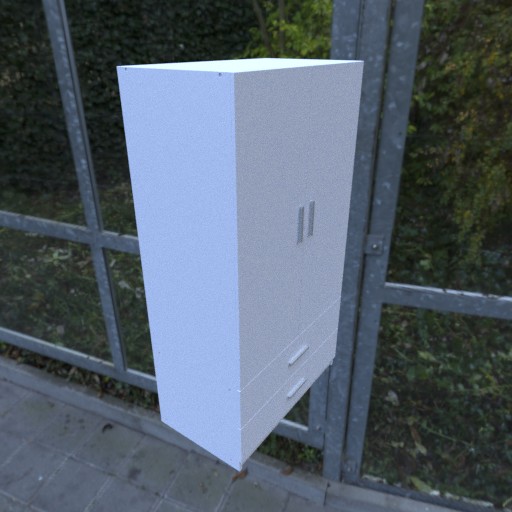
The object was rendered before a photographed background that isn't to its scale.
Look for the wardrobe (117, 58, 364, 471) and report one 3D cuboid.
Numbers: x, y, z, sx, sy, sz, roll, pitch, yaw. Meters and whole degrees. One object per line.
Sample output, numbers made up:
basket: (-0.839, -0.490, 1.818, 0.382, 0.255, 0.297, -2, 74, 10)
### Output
wardrobe: (0.000, 0.000, 2.266, 0.577, 1.808, 0.991, 18, 31, 32)
